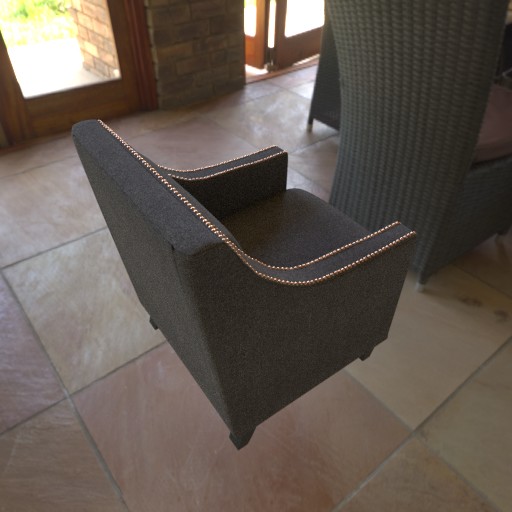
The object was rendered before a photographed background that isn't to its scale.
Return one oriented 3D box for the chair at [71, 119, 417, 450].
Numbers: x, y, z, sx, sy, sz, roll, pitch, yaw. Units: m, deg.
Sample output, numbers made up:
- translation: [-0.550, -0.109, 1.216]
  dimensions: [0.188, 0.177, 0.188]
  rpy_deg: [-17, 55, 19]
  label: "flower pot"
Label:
- translation: [0.000, 0.000, 1.617]
  dimensions: [0.884, 0.967, 0.776]
  rpy_deg: [-25, 47, -26]
  label: "chair"
